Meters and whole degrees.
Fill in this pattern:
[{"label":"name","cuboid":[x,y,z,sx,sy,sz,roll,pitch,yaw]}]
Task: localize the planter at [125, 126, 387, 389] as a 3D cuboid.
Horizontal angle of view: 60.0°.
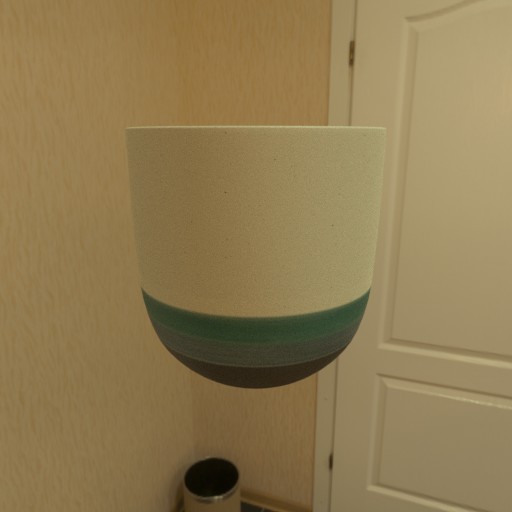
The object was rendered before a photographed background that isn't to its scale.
[{"label":"planter","cuboid":[0.000,0.000,0.387,0.204,0.214,0.204,0,15,0]}]
